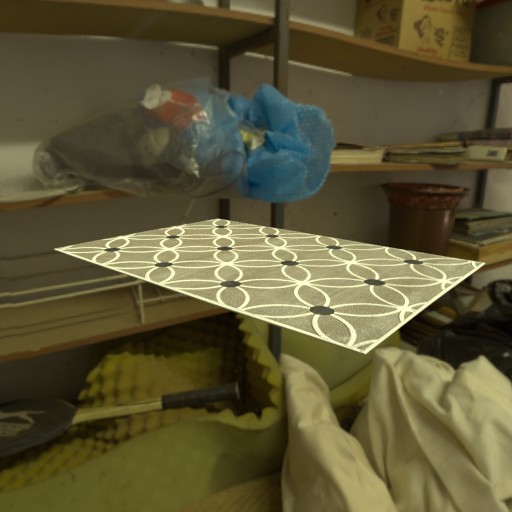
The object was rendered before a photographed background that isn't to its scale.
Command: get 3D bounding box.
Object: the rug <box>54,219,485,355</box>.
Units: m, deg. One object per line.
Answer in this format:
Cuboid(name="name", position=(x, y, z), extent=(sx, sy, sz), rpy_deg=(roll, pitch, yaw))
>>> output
Cuboid(name="rug", position=(0.000, 0.000, 2.794), extent=(2.284, 0.008, 1.522), rpy_deg=(13, 19, 39))
